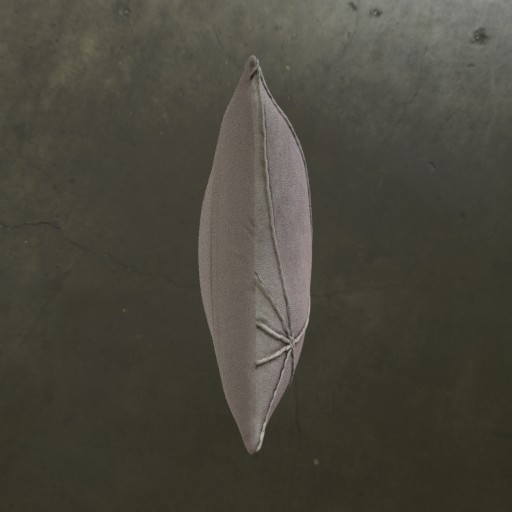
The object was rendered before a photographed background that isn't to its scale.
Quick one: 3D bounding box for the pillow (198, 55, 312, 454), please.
[{"bbox_3d":[0.000,0.000,0.687,0.185,0.440,0.439,0,91,0],"label":"pillow"}]
